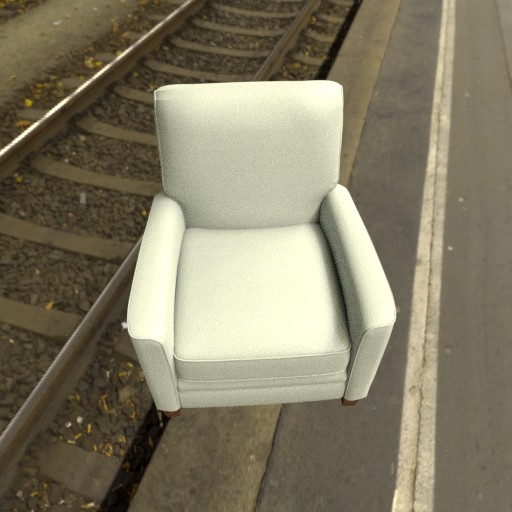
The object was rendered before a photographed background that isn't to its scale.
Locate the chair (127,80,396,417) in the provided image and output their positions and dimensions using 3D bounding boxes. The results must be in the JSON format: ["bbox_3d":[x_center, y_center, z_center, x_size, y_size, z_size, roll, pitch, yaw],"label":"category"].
[{"bbox_3d":[0.000,0.000,1.666,0.853,1.007,0.846,-3,47,-2],"label":"chair"}]
